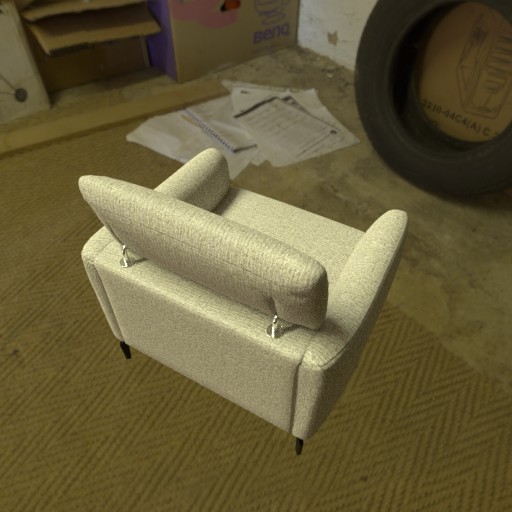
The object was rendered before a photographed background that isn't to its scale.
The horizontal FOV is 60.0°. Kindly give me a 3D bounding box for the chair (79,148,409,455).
[{"bbox_3d":[0.000,0.000,1.666,0.972,0.967,0.835,22,51,19],"label":"chair"}]
